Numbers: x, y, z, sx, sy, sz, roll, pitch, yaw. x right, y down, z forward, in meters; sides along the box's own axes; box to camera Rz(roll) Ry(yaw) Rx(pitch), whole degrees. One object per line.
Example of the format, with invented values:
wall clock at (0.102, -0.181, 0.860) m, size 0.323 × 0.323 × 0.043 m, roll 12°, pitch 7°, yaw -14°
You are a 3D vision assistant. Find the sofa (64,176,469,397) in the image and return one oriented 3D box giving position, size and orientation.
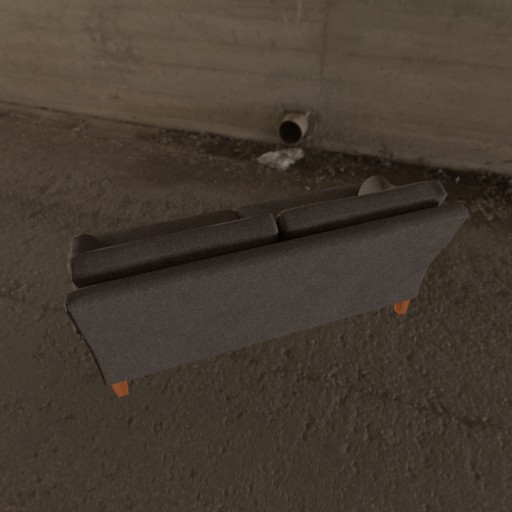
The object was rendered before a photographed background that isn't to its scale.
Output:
sofa at (0.000, 0.000, 2.806) m, size 2.160 × 1.054 × 1.087 m, roll -13°, pitch 43°, yaw -15°
